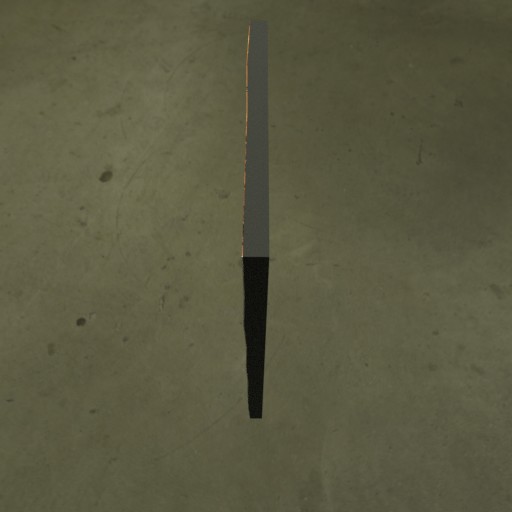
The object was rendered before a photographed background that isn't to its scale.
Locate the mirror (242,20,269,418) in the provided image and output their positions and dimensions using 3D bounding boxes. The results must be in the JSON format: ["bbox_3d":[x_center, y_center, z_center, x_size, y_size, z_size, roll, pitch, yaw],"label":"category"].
[{"bbox_3d":[0.000,0.000,1.162,0.044,0.912,0.606,0,57,0],"label":"mirror"}]
